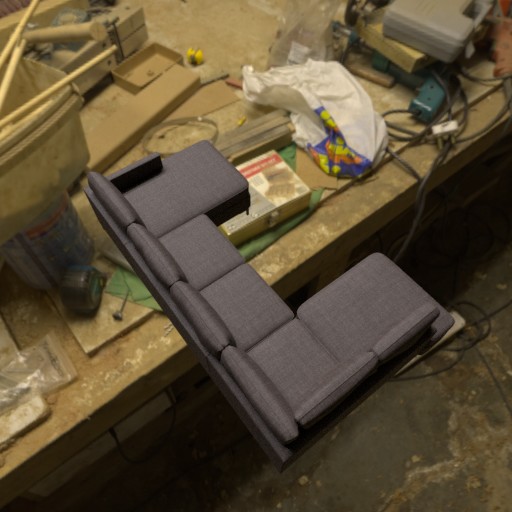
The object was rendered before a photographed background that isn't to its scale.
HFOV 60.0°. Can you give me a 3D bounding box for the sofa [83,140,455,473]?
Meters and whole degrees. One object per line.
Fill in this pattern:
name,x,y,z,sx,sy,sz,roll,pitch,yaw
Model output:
sofa,0.000,0.000,4.483,2.048,0.999,3.423,-33,63,-19
